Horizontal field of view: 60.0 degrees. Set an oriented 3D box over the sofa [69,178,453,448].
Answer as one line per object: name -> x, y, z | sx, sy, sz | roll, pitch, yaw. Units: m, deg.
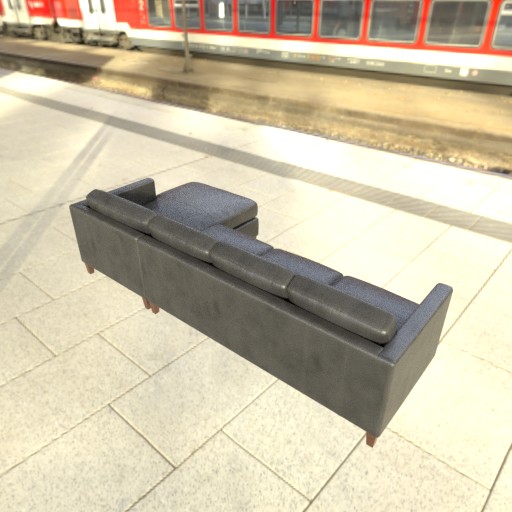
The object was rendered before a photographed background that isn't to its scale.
sofa -> 0.000, 0.000, 3.887 | 3.203, 0.883, 1.581 | 23, 38, 33
